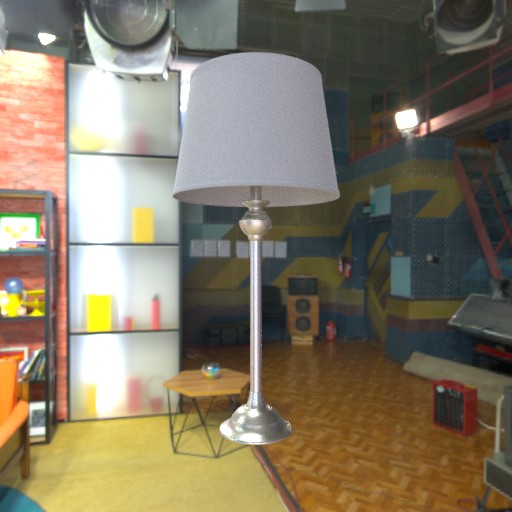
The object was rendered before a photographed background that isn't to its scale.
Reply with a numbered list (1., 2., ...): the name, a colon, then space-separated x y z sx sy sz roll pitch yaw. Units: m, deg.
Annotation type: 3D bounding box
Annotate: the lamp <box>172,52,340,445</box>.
1. lamp: 0.000 0.000 0.890 0.331 0.698 0.331 0 0 0
